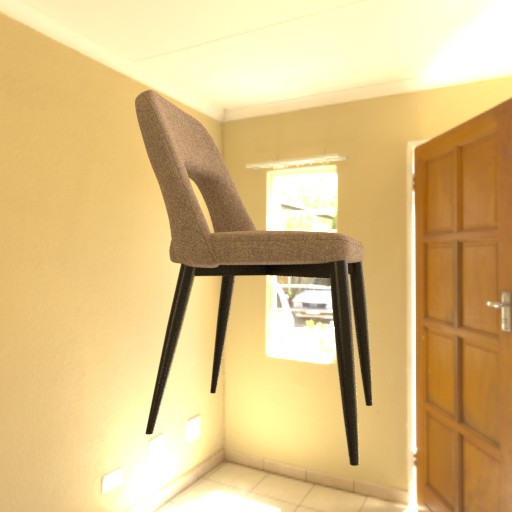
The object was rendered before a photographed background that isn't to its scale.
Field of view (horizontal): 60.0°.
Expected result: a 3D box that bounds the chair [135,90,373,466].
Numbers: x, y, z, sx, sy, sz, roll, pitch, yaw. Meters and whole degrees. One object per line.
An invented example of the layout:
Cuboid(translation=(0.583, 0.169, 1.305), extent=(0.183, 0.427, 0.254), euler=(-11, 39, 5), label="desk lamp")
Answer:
Cuboid(translation=(0.000, 0.000, 1.261), extent=(0.612, 0.931, 0.470), euler=(0, -1, 19), label="chair")
